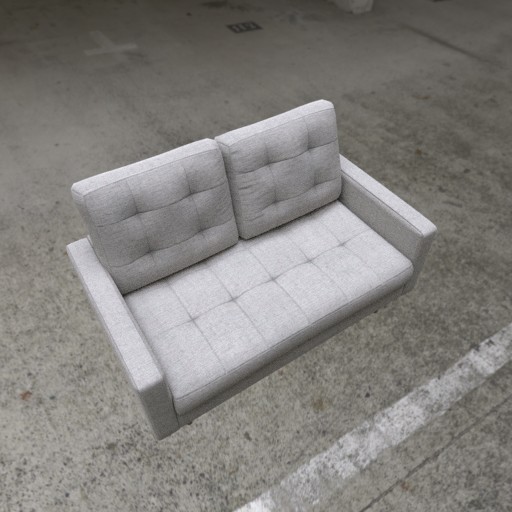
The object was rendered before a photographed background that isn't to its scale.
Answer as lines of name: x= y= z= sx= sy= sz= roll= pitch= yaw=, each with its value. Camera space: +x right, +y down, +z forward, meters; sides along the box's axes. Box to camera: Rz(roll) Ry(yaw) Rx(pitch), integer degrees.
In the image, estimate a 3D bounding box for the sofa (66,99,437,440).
sofa: x=0.000 y=0.000 z=1.970 sx=1.407 sy=0.907 sz=0.842 roll=-25 pitch=52 yaw=-22
